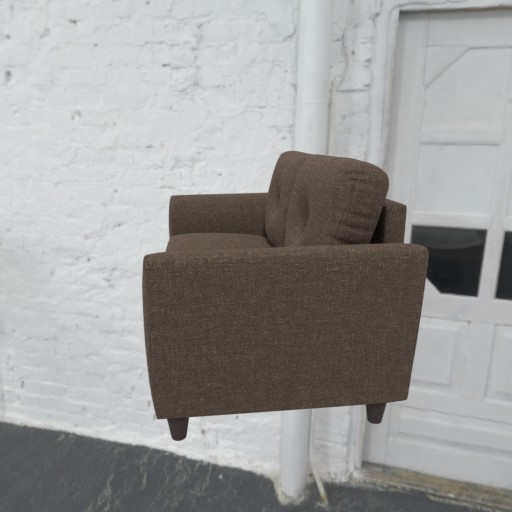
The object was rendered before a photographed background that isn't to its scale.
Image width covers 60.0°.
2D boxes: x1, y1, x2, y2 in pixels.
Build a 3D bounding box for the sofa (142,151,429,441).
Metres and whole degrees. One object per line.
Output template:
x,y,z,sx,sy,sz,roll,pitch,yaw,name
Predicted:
0.000,0.000,1.969,0.851,0.885,1.423,-2,15,-7,sofa
